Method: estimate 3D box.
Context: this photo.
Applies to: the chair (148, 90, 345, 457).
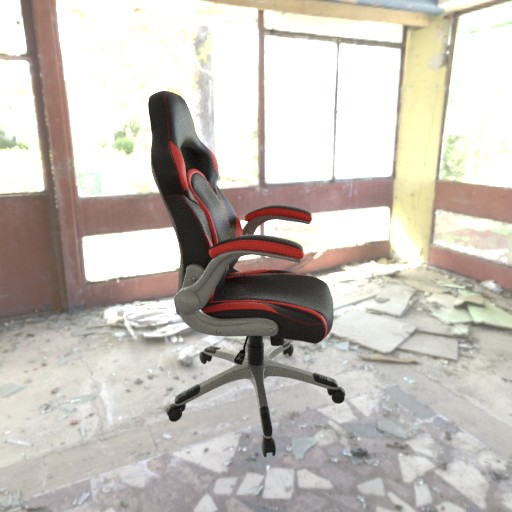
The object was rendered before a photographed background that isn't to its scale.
[{"bbox_3d":[0.000,0.000,1.654,0.712,1.165,0.758,3,16,9],"label":"chair"}]
